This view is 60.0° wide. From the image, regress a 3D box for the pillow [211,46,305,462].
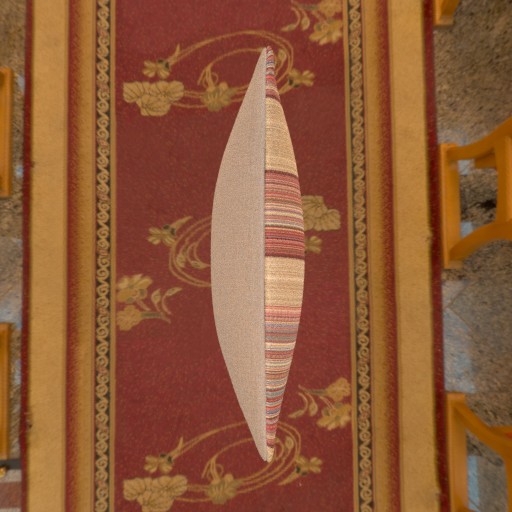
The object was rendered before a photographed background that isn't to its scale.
[{"bbox_3d":[0.000,0.000,0.658,0.136,0.419,0.437,0,89,-3],"label":"pillow"}]
